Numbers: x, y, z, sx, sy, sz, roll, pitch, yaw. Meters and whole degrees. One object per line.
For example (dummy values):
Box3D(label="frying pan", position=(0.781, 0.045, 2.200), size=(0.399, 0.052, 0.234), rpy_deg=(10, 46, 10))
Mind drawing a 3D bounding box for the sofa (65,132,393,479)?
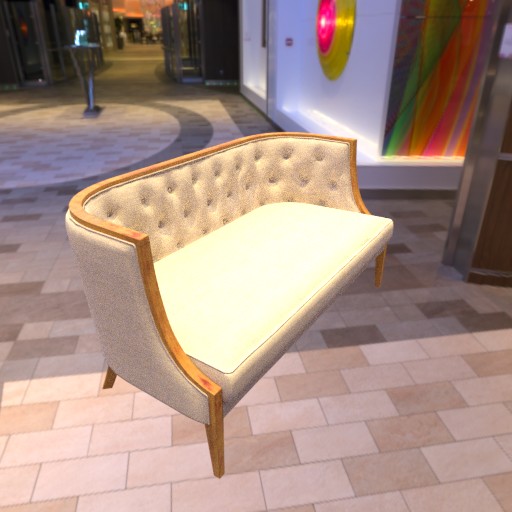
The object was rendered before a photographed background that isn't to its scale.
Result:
Box3D(label="sofa", position=(0.000, 0.000, 1.927), size=(0.770, 0.775, 1.474), rpy_deg=(17, 32, 30))
